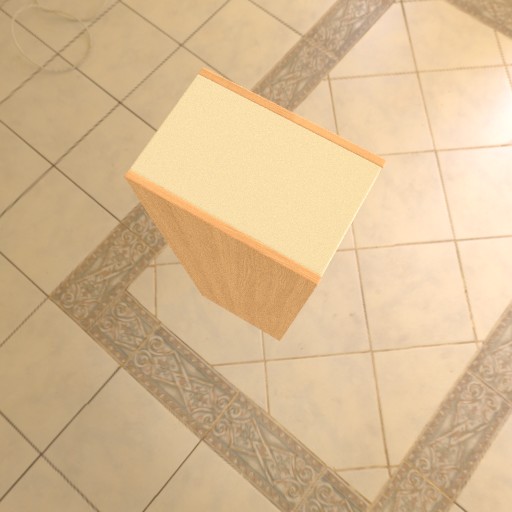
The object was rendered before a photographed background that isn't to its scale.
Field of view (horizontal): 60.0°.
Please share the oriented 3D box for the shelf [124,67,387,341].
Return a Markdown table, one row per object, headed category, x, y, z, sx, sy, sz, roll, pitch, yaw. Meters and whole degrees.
| category | x | y | z | sx | sy | sz | roll | pitch | yaw |
| --- | --- | --- | --- | --- | --- | --- | --- | --- | --- |
| shelf | 0.000 | 0.000 | 1.013 | 0.290 | 0.882 | 0.197 | 29 | 77 | 8 |
